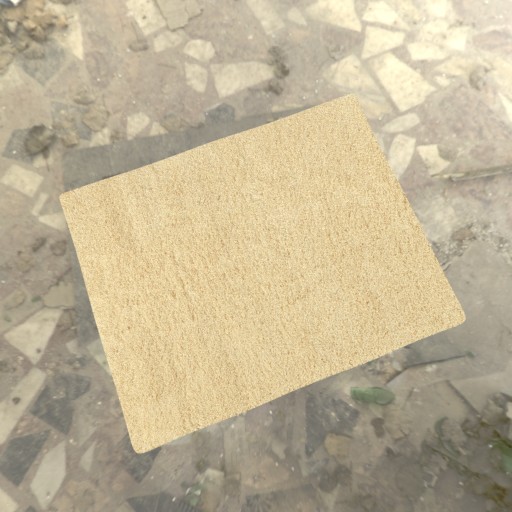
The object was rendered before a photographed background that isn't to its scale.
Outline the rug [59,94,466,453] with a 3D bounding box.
[{"bbox_3d":[0.000,0.000,3.971,3.001,0.025,2.401,-20,77,-5],"label":"rug"}]
